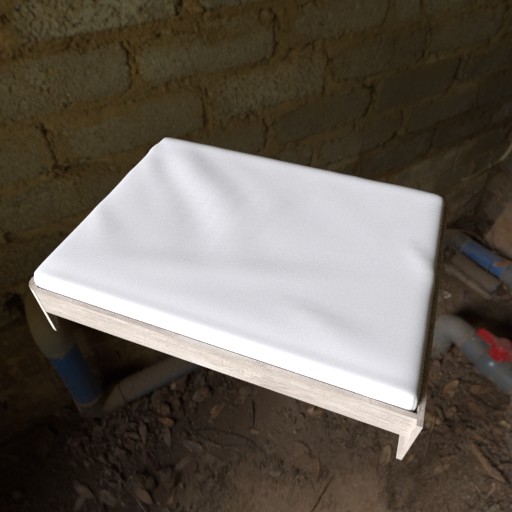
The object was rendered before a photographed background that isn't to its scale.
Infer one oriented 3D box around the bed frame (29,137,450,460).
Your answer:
[{"bbox_3d":[0.000,0.000,2.533,1.950,0.462,1.490,15,48,14],"label":"bed frame"}]
